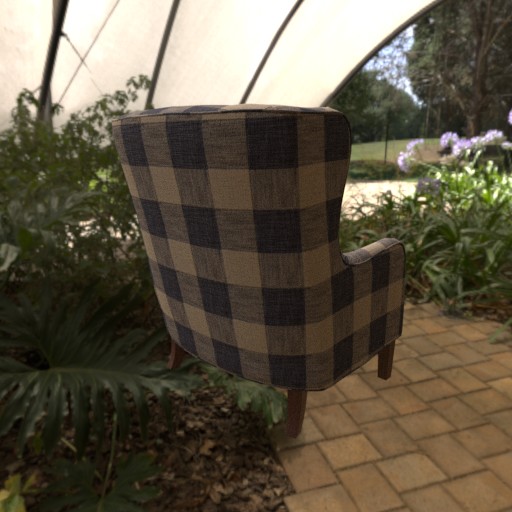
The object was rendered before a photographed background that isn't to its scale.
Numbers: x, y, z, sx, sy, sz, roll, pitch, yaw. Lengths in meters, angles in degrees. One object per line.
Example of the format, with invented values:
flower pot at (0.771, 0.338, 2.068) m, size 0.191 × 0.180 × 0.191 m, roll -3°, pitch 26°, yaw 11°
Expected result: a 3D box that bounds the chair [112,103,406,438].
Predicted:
chair at (0.000, 0.000, 1.690) m, size 0.830 × 1.041 × 0.889 m, roll 13°, pitch 19°, yaw 42°
